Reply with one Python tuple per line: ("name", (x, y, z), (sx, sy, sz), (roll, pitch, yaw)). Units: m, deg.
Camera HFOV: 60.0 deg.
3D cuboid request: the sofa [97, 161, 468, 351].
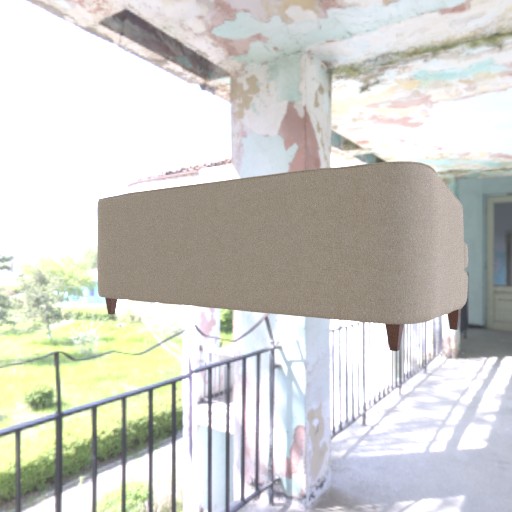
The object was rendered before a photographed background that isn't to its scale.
("sofa", (0.000, 0.000, 2.702), (2.235, 0.788, 0.913), (0, 0, 36))
